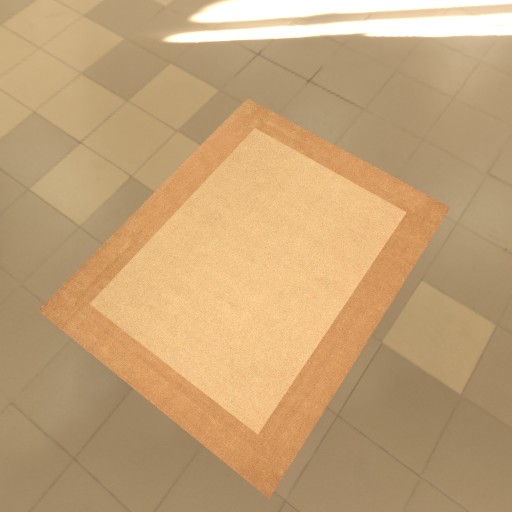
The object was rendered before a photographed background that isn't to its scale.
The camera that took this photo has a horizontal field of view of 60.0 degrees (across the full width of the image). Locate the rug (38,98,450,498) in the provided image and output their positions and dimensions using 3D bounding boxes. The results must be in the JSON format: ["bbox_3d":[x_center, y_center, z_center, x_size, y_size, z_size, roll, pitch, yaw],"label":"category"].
[{"bbox_3d":[0.000,0.000,4.054,2.438,0.014,3.048,33,68,15],"label":"rug"}]
